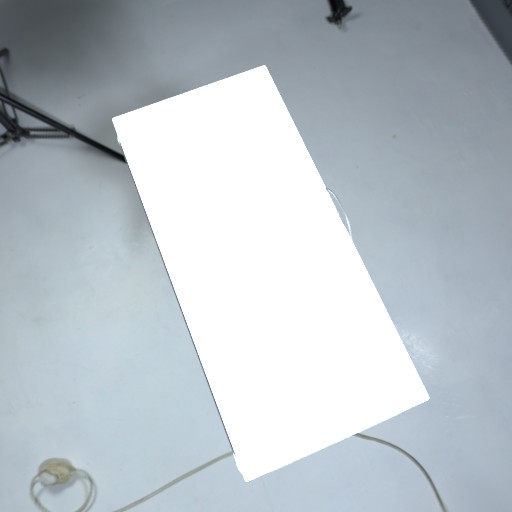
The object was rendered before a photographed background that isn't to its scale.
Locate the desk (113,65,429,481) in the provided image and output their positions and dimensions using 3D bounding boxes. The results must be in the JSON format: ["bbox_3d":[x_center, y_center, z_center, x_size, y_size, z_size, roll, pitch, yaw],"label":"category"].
[{"bbox_3d":[0.000,0.000,2.276,0.900,0.526,1.900,-22,75,-6],"label":"desk"}]
